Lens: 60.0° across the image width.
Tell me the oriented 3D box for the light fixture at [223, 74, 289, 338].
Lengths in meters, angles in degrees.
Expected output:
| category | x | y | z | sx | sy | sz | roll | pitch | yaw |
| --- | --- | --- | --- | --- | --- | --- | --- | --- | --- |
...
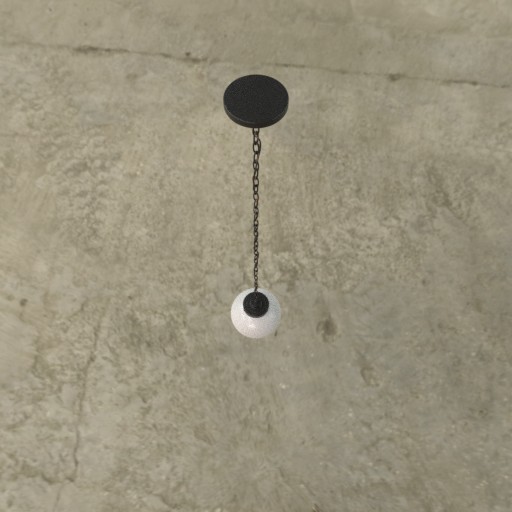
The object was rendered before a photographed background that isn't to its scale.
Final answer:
| category | x | y | z | sx | sy | sz | roll | pitch | yaw |
| --- | --- | --- | --- | --- | --- | --- | --- | --- | --- |
| light fixture | 0.000 | 0.000 | 1.992 | 0.304 | 1.867 | 0.305 | 32 | 68 | 14 |
